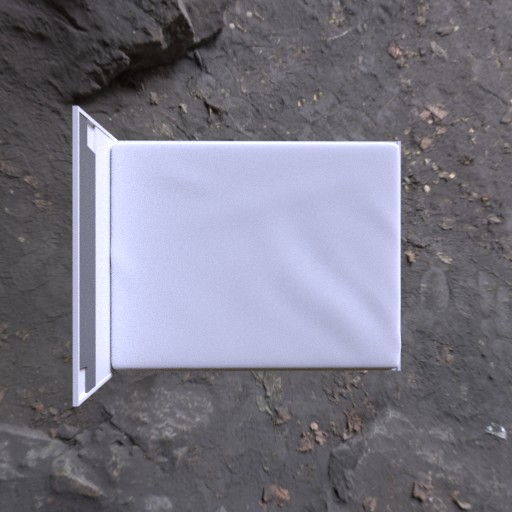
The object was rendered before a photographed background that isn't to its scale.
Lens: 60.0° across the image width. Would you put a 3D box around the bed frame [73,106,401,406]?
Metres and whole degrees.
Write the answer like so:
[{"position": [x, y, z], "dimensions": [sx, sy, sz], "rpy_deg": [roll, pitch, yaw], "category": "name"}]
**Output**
[{"position": [0.000, 0.000, 3.037], "dimensions": [2.100, 1.001, 1.711], "rpy_deg": [0, 90, -1], "category": "bed frame"}]
